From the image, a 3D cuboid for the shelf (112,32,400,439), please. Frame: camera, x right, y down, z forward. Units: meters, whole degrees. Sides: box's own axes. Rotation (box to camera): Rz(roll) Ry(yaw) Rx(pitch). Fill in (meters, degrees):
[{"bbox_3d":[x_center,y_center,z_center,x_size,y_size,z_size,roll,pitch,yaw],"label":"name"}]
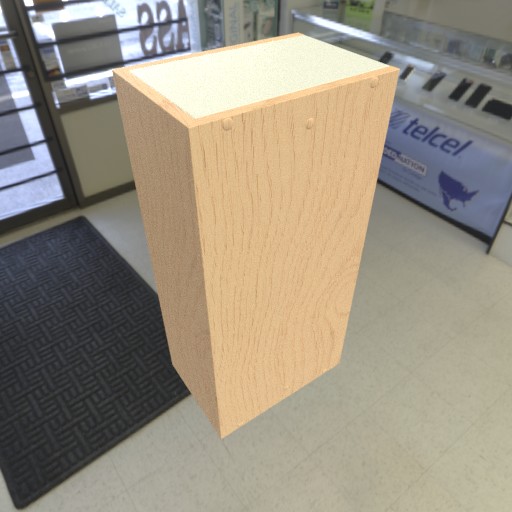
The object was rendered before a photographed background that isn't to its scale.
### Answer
[{"bbox_3d":[0.000,0.000,0.735,0.290,0.600,0.200,-24,46,-25],"label":"shelf"}]
